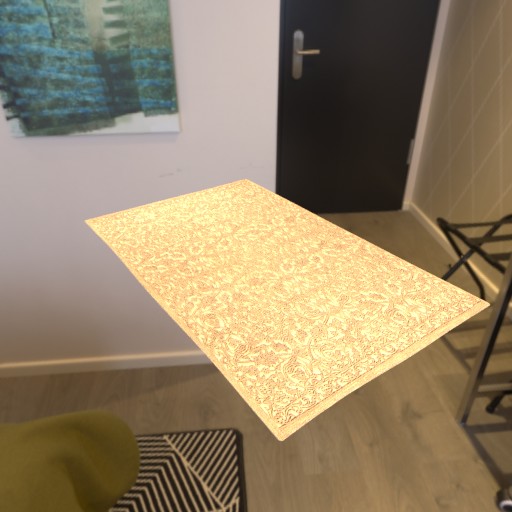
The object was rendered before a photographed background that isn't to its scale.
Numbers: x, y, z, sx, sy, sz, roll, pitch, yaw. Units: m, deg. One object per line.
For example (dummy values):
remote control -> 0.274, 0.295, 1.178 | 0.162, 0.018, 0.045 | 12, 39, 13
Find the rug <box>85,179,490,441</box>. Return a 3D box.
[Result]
rug -> 0.000, 0.000, 2.975 | 1.529, 0.012, 2.435 | -20, 36, -30
